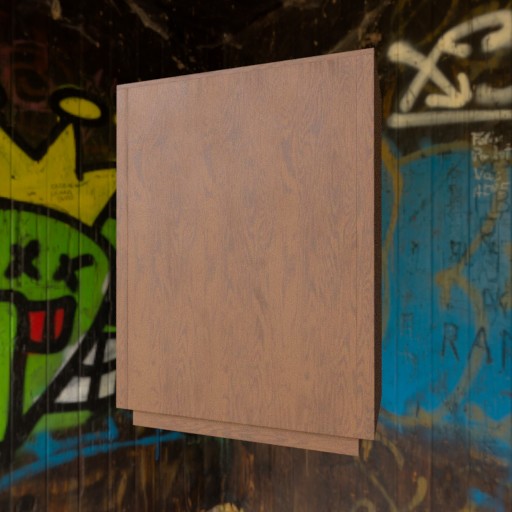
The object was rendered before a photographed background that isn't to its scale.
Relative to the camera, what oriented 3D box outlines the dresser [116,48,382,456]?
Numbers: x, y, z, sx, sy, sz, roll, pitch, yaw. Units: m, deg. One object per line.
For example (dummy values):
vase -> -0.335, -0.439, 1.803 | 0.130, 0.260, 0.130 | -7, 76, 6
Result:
dresser -> 0.000, 0.000, 1.803 | 0.964, 1.320, 0.516 | 0, 0, 19
